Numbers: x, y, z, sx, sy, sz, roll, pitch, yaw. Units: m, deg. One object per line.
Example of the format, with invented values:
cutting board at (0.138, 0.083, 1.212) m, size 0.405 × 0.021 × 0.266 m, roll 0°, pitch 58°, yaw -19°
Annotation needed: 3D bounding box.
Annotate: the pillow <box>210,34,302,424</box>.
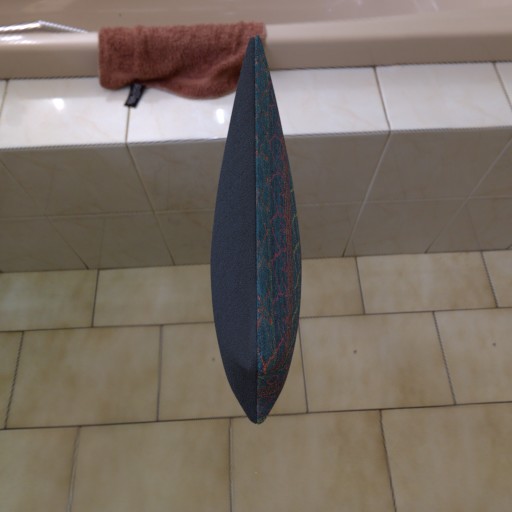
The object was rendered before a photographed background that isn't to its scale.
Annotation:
pillow at (0.000, 0.000, 0.657) m, size 0.141 × 0.431 × 0.431 m, roll 0°, pitch 64°, yaw 0°
